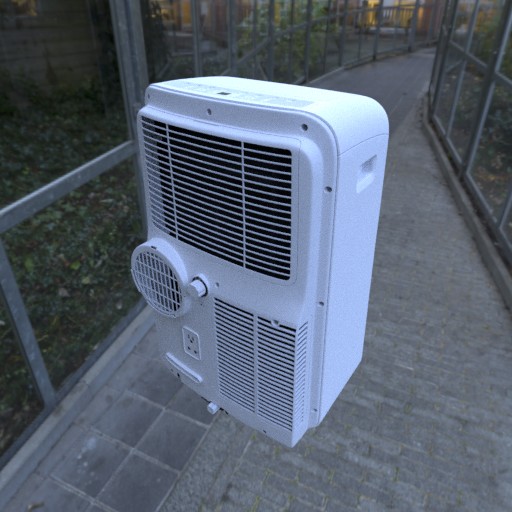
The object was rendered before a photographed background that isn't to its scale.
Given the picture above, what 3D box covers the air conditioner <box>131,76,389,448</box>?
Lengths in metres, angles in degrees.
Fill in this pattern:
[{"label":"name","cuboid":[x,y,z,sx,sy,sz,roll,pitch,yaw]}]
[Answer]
[{"label":"air conditioner","cuboid":[0.000,0.000,0.959,0.454,0.700,0.365,22,38,31]}]
